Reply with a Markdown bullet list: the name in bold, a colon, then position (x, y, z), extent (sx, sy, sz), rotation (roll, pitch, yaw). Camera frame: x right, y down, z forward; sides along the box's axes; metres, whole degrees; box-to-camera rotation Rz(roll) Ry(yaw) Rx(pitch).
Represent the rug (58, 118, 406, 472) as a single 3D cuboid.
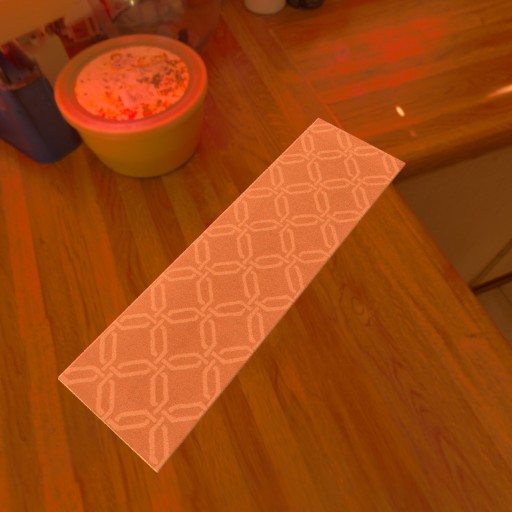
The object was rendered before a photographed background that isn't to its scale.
- **rug**: position (0.000, 0.000, 2.506), extent (0.678, 0.014, 2.276), rotation (34, 65, 18)
